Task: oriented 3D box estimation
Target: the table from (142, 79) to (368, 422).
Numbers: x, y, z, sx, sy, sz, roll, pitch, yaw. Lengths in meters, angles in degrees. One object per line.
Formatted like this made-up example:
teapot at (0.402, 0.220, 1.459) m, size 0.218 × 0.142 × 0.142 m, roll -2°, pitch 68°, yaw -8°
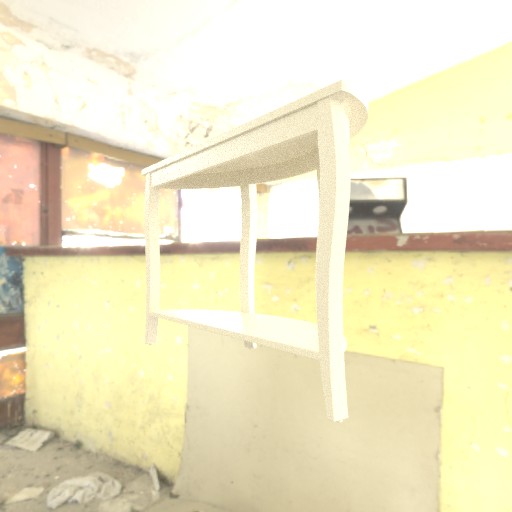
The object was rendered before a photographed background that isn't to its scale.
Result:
table at (0.000, 0.000, 1.599) m, size 0.394 × 0.780 × 1.219 m, roll 0°, pitch -1°, yaw -35°
